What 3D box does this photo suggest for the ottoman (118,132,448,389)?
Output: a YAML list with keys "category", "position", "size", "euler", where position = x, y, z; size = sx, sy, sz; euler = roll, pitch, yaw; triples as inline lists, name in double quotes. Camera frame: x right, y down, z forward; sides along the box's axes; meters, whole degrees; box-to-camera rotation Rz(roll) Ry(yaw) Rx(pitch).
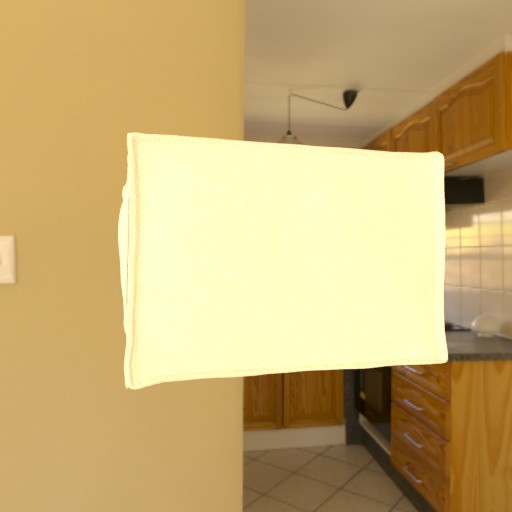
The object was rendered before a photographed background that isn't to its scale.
- category: "ottoman"
  position: [0.000, 0.000, 1.173]
  size: [0.696, 0.470, 0.707]
  euler: [0, 0, -17]
